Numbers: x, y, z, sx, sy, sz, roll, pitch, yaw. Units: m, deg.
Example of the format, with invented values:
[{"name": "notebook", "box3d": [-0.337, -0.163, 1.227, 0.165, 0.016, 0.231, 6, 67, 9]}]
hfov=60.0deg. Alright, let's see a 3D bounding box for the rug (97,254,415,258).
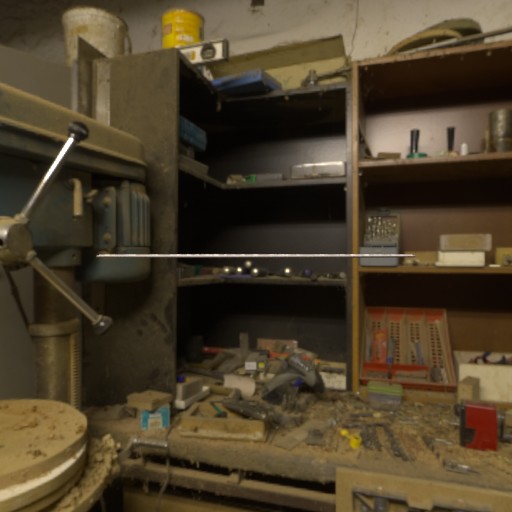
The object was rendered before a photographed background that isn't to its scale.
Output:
[{"name": "rug", "box3d": [0.000, 0.000, 2.353, 1.593, 0.012, 1.593, 0, 0, 0]}]
